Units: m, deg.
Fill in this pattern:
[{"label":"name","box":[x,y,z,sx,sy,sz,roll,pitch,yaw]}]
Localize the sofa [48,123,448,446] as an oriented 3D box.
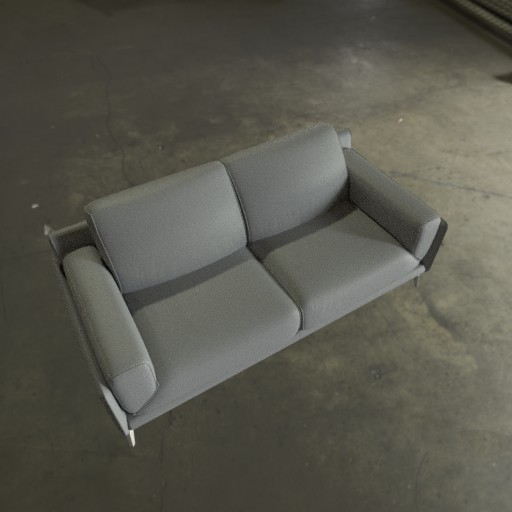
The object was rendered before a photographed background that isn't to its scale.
[{"label":"sofa","box":[0.000,0.000,2.579,2.100,0.900,0.969,-24,52,-21]}]
